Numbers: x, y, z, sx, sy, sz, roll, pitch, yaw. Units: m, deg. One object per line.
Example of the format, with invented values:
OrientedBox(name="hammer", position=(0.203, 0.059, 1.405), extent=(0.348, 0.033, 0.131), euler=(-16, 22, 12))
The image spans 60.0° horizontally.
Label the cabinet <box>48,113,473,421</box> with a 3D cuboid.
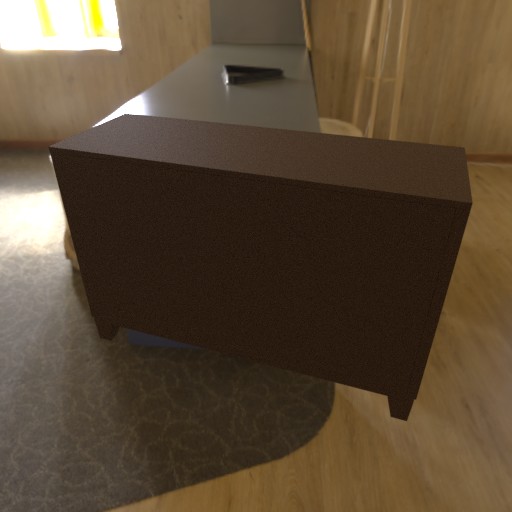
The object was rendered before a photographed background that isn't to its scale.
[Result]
OrientedBox(name="cabinet", position=(0.000, 0.000, 1.816), extent=(1.396, 0.914, 0.482), euler=(11, 34, 16))
